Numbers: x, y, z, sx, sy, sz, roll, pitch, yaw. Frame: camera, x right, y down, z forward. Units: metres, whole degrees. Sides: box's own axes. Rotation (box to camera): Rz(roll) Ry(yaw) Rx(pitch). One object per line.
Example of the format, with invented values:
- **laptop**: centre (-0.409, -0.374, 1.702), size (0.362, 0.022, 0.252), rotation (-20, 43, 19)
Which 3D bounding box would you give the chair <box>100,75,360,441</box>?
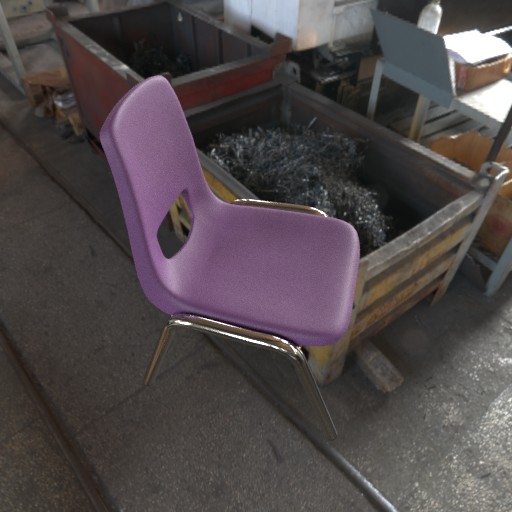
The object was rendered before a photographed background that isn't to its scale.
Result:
- **chair**: centre (0.000, 0.000, 0.817), size (0.419, 0.584, 0.356), rotation (11, 46, 10)
